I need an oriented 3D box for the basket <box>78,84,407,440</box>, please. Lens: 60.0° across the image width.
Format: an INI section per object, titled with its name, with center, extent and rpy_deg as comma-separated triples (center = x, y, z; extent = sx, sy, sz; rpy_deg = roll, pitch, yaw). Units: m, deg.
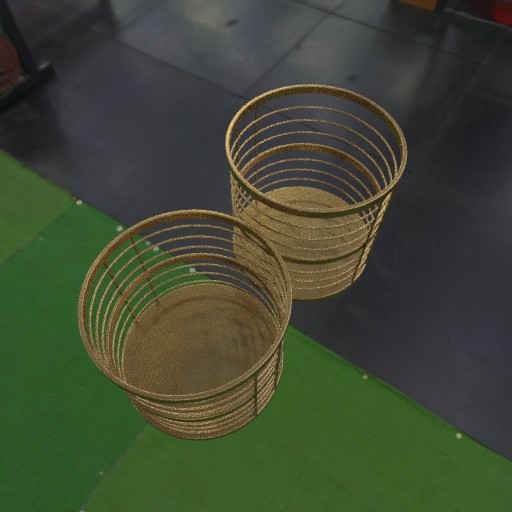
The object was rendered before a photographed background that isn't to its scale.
[basket]
center = 0.000, 0.000, 0.935
extent = 0.356, 0.351, 0.746
rpy_deg = 32, 63, 19
